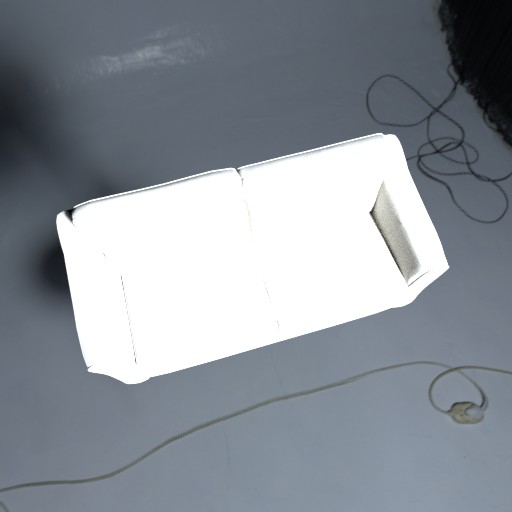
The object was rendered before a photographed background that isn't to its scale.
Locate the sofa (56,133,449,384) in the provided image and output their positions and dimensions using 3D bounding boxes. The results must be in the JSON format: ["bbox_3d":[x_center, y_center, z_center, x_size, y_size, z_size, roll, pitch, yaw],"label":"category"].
[{"bbox_3d":[0.000,0.000,2.867,2.270,0.965,0.980,-15,63,-8],"label":"sofa"}]
